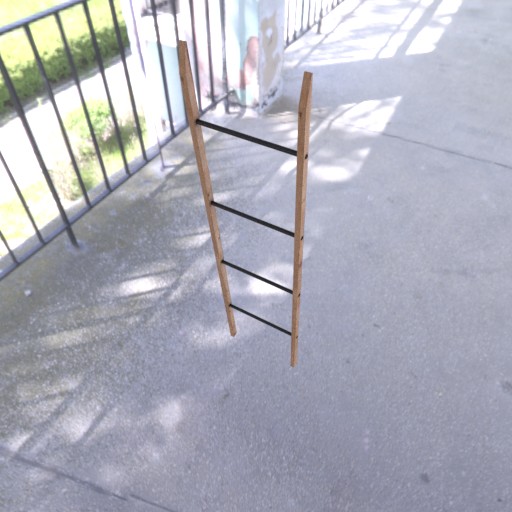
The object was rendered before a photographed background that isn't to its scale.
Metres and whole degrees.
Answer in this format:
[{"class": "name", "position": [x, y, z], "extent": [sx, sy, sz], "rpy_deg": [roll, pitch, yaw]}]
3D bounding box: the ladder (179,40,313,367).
[{"class": "ladder", "position": [0.000, 0.000, 1.955], "extent": [0.442, 1.805, 0.200], "rpy_deg": [23, 51, 20]}]
